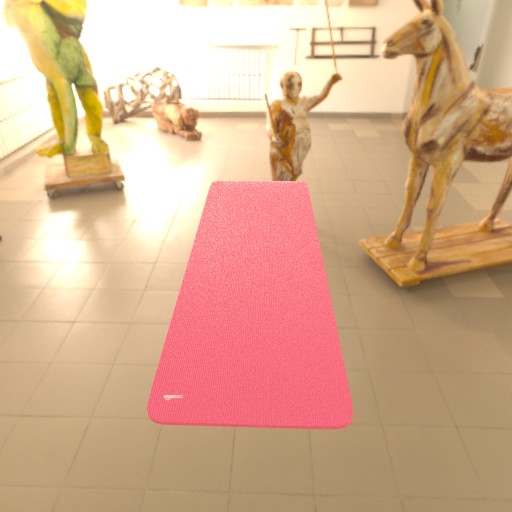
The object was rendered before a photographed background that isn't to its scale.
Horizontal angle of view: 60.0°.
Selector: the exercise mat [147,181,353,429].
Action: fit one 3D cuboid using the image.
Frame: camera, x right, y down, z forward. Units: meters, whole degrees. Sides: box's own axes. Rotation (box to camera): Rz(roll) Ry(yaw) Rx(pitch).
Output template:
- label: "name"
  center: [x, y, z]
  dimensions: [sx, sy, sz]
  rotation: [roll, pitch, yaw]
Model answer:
- label: "exercise mat"
  center: [0.000, 0.000, 2.076]
  dimensions: [0.616, 0.021, 1.884]
  rotation: [1, 31, 1]
